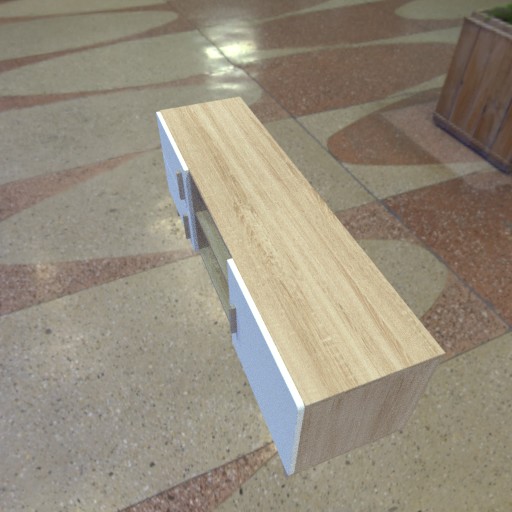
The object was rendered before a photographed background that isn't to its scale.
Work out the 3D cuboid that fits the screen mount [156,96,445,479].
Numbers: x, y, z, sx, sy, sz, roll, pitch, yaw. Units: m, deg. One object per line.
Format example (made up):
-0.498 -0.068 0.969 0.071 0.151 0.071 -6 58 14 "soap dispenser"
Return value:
0.000 0.000 1.733 0.420 0.570 1.500 -15 47 -15 "screen mount"
